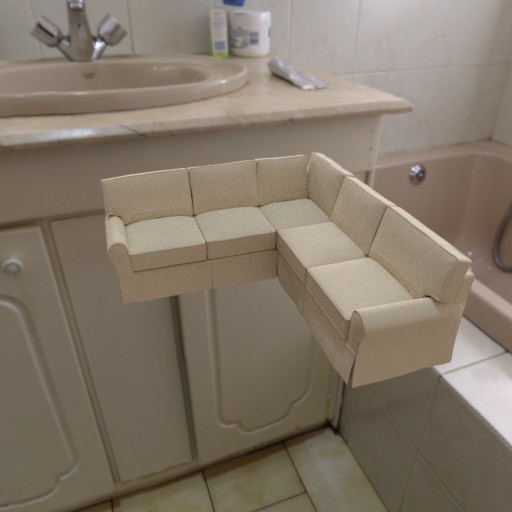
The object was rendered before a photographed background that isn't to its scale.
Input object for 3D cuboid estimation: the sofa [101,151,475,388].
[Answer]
[{"bbox_3d":[0.000,0.000,4.082,2.591,1.070,2.597,-10,32,-15],"label":"sofa"}]
